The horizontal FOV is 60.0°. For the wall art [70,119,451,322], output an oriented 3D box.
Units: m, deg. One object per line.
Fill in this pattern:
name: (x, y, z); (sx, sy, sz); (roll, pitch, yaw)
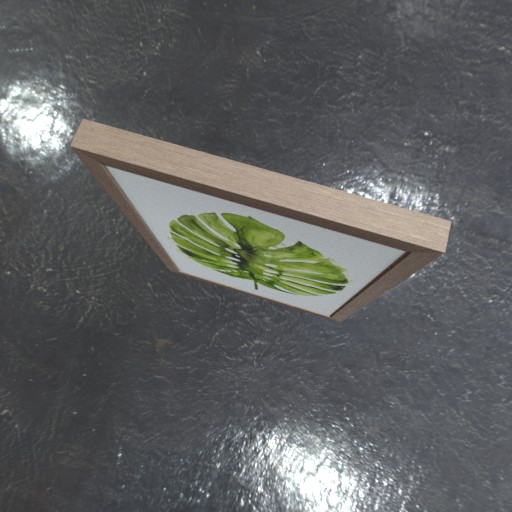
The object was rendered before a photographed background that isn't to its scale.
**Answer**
wall art: (0.000, 0.000, 0.654); (0.358, 0.510, 0.032); (16, 75, 4)
